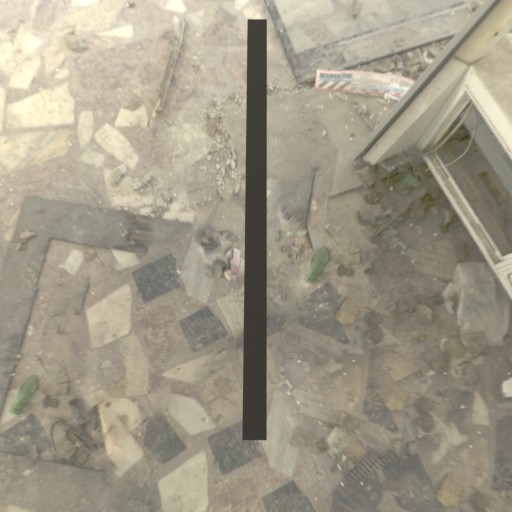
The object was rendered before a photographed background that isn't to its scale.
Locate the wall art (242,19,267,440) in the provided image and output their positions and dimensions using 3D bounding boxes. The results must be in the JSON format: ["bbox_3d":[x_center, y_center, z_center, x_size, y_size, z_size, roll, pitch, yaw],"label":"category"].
[{"bbox_3d":[0.000,0.000,1.142,0.038,0.763,0.763,0,77,0],"label":"wall art"}]
